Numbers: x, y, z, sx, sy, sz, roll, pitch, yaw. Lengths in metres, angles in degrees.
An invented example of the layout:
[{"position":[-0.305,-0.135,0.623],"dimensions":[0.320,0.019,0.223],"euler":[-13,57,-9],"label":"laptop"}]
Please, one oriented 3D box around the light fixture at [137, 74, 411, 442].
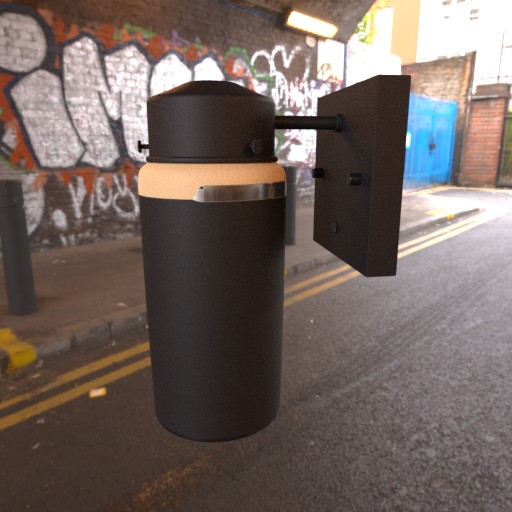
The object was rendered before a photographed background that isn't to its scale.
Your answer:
[{"position":[0.000,0.000,0.354],"dimensions":[0.176,0.257,0.130],"euler":[-2,14,-9],"label":"light fixture"}]
